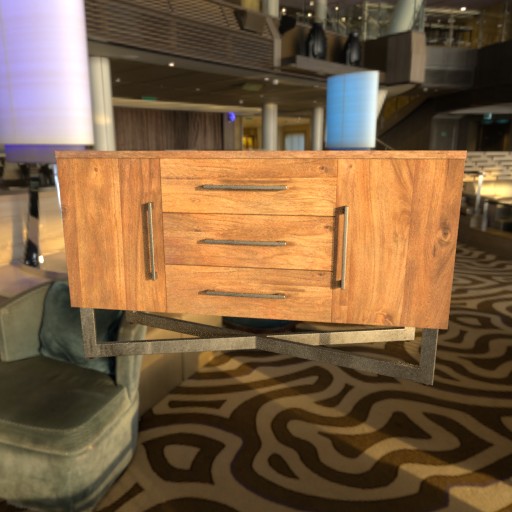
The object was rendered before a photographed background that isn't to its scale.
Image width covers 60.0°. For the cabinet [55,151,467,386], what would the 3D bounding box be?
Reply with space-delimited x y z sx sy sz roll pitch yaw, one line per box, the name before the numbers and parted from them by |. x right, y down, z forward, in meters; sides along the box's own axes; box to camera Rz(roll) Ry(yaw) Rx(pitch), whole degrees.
cabinet | 0.000 0.000 1.759 1.373 0.812 0.480 2 13 9
